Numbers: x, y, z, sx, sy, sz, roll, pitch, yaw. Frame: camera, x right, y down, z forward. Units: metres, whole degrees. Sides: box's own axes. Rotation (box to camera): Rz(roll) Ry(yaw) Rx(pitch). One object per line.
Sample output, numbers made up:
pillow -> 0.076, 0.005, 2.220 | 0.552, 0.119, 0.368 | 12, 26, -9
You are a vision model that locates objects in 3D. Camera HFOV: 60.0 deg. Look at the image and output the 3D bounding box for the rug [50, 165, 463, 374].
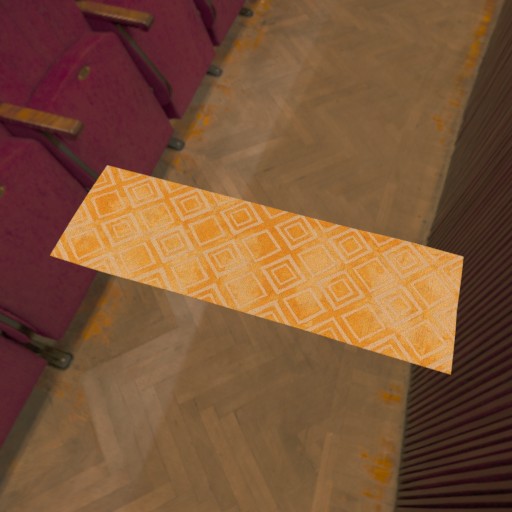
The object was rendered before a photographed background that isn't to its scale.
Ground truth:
rug -> 0.000, 0.000, 2.734 | 2.438, 0.010, 0.775 | 15, 61, 9
